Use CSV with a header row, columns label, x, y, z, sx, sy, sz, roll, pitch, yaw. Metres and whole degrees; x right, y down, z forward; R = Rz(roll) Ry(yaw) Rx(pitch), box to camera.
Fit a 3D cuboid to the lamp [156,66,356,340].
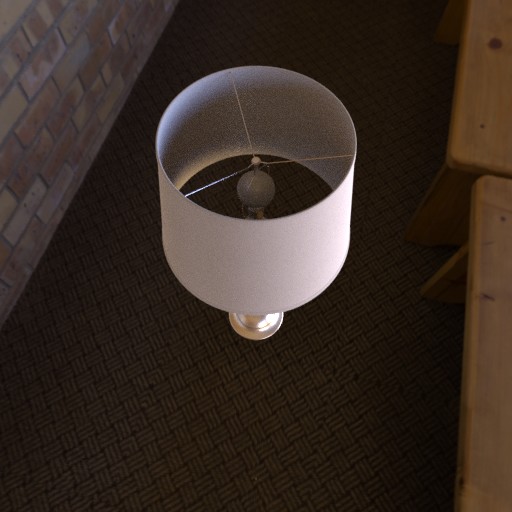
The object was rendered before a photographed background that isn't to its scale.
label,x,y,z,sx,sy,sz,roll,pitch,yaw
lamp,0.000,0.000,0.890,0.331,0.698,0.331,0,63,0
